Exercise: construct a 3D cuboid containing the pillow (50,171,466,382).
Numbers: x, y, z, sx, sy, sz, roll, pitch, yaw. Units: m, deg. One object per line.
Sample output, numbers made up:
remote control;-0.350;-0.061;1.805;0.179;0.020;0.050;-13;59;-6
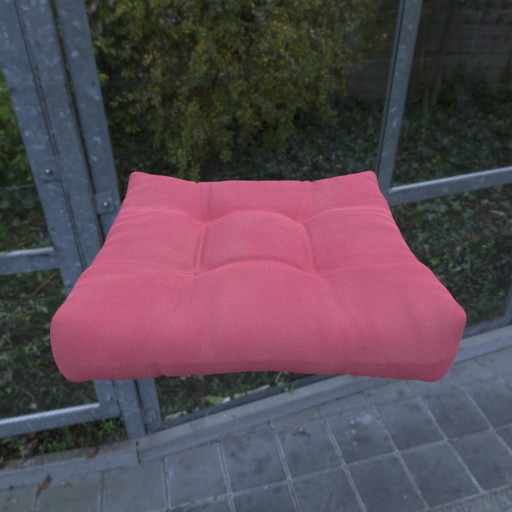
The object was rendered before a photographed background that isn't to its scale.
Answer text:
pillow;0.000;0.000;0.704;0.490;0.128;0.468;-1;32;-1
